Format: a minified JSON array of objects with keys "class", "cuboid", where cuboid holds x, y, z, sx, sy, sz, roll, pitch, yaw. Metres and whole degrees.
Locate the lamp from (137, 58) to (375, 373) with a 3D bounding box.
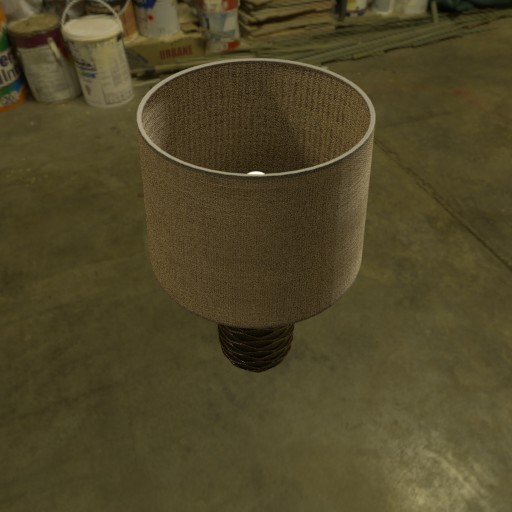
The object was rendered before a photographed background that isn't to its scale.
[{"class":"lamp","cuboid":[0.000,0.000,0.825,0.376,0.594,0.376,0,46,0]}]
